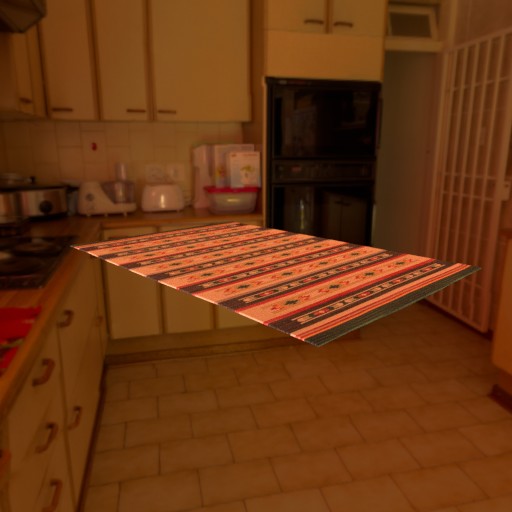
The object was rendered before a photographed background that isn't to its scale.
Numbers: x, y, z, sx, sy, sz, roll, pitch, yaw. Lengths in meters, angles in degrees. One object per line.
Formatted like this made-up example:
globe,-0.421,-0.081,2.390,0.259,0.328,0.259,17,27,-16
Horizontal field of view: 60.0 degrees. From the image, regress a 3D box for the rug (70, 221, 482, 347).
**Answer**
rug,0.000,0.000,2.316,1.221,0.009,1.825,-13,19,-42
